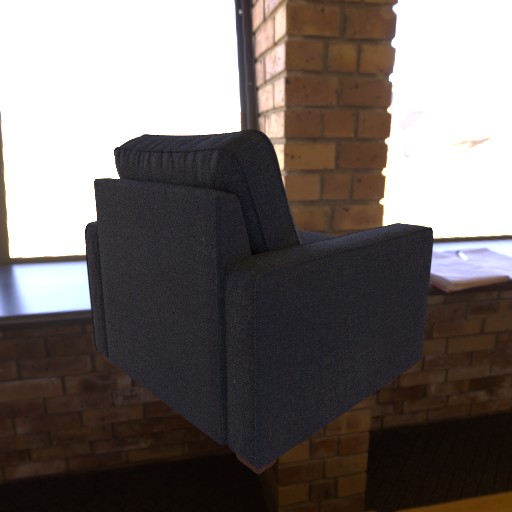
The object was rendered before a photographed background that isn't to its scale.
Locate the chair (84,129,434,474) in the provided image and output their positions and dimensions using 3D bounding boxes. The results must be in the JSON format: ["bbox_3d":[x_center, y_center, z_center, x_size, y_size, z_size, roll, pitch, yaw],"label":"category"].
[{"bbox_3d":[0.000,0.000,1.719,0.940,0.919,1.017,-13,19,-42],"label":"chair"}]
